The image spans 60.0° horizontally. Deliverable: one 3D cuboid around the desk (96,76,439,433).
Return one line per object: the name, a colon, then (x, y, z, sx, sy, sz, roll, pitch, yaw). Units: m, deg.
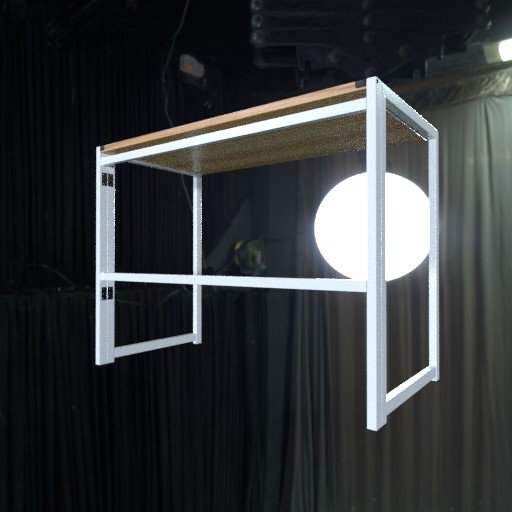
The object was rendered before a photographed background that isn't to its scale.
desk: (0.000, 0.000, 1.449, 1.016, 0.762, 0.508, 0, -1, 36)
